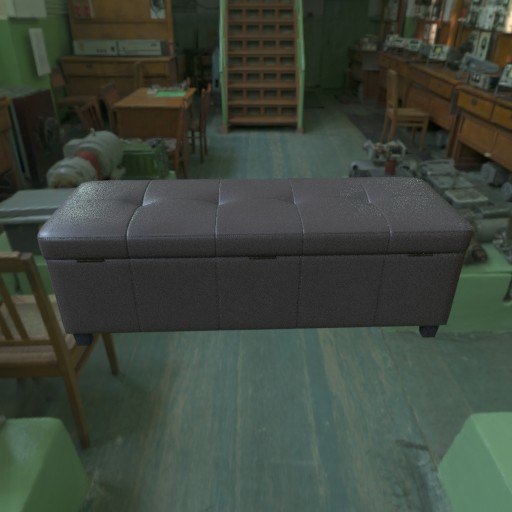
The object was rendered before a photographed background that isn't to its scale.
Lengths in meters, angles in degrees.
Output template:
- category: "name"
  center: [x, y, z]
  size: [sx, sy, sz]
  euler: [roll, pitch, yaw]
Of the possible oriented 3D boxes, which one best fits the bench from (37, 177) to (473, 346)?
- category: "bench"
  center: [0.000, 0.000, 1.486]
  size: [1.219, 0.417, 0.450]
  euler: [-1, 29, -2]
